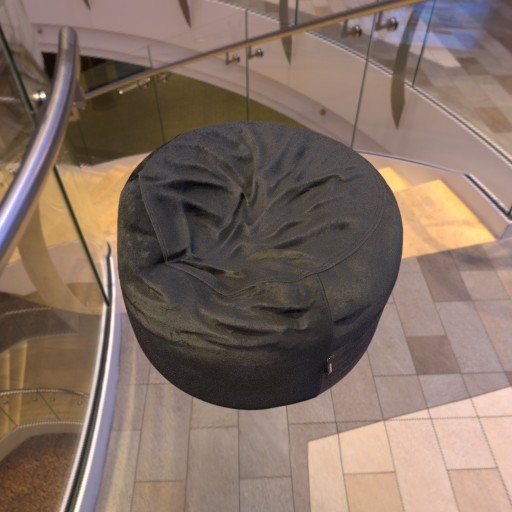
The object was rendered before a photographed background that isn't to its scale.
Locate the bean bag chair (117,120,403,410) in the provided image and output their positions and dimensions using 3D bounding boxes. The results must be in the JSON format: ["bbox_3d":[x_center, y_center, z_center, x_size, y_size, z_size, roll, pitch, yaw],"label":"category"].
[{"bbox_3d":[0.000,0.000,1.508,0.918,0.605,0.918,0,47,0],"label":"bean bag chair"}]
